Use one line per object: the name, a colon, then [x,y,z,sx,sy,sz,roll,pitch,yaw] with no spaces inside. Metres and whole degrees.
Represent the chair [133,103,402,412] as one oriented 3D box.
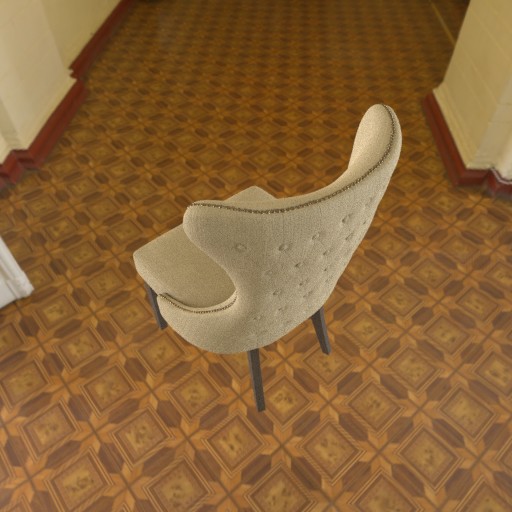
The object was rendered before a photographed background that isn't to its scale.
chair: [0.000,0.000,1.387,0.628,0.967,0.635,-33,56,-26]
